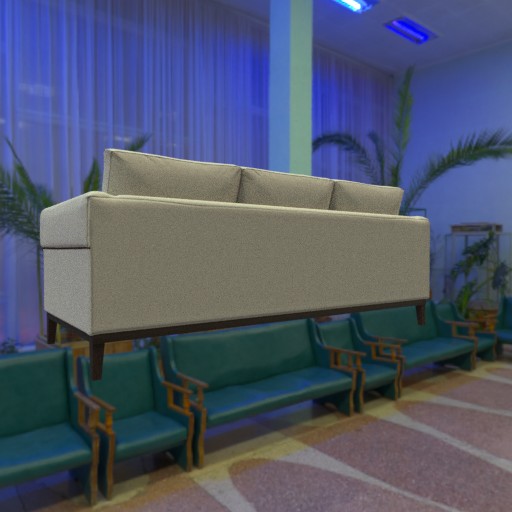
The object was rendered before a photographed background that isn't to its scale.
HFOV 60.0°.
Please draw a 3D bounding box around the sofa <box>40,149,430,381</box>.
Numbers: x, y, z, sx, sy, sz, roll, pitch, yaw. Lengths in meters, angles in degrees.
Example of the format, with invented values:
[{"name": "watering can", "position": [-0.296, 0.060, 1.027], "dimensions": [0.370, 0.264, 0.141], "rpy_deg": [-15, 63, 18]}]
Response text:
[{"name": "sofa", "position": [0.000, 0.000, 2.617], "dimensions": [2.198, 0.911, 0.902], "rpy_deg": [0, 1, -36]}]
